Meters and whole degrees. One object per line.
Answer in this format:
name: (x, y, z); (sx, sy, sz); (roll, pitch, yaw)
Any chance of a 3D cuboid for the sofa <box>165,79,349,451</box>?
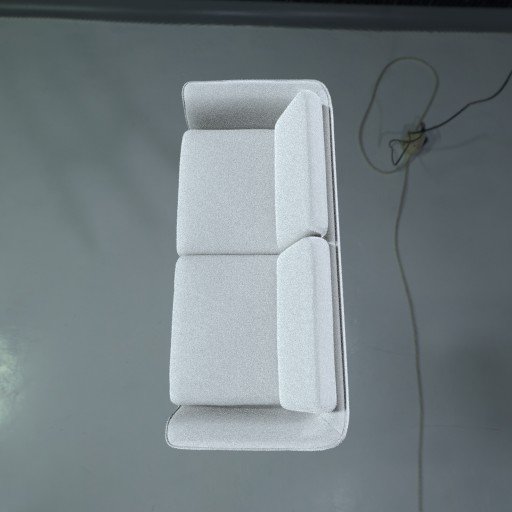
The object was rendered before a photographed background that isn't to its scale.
sofa: (0.000, 0.000, 2.492); (0.920, 0.850, 2.000); (0, 74, 0)
